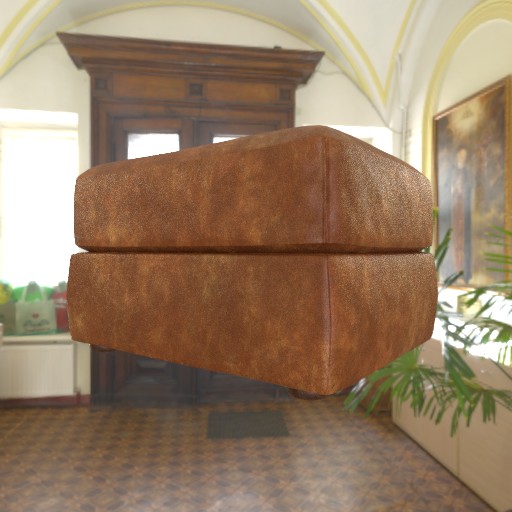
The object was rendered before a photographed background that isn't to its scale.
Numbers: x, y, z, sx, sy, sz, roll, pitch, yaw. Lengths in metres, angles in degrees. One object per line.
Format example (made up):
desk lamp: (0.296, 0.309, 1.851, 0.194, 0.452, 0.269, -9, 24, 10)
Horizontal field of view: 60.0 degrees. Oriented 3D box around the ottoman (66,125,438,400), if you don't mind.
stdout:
ottoman: (0.000, 0.000, 1.110, 0.751, 0.476, 0.603, 1, 1, 37)
